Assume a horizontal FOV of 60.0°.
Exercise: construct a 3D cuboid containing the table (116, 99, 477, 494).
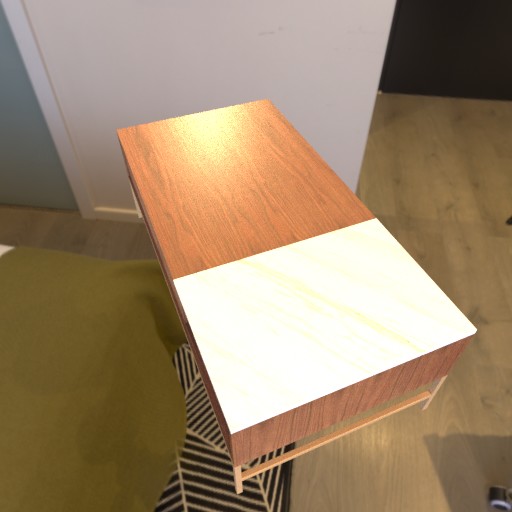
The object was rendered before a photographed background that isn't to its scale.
[{"bbox_3d":[0.000,0.000,1.918,0.789,0.551,1.553,-17,49,-15],"label":"table"}]
